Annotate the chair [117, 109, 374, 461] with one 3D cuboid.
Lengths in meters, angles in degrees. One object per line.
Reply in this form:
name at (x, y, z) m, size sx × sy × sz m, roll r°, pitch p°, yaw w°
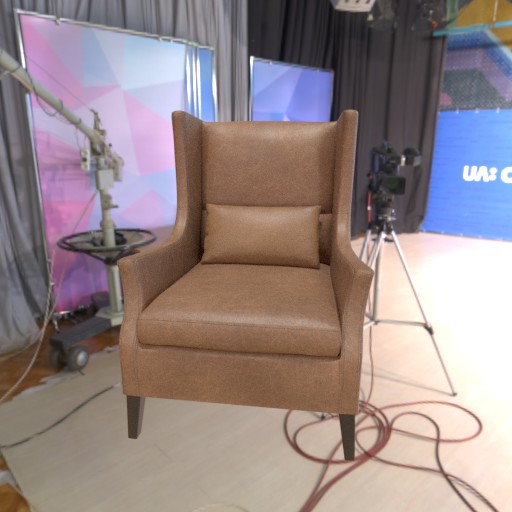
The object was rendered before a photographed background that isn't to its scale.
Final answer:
chair at (0.000, 0.000, 1.721) m, size 0.815 × 1.088 × 0.913 m, roll 2°, pitch 16°, yaw 8°
